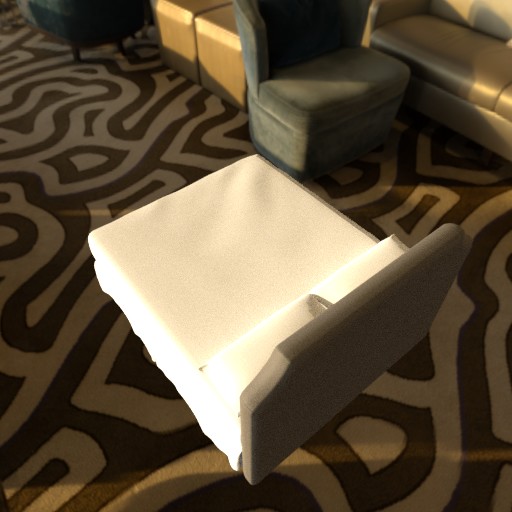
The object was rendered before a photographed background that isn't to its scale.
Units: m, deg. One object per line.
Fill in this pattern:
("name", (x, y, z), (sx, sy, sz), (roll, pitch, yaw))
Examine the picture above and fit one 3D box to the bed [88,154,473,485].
("bed", (0.000, 0.000, 3.836), (2.194, 1.561, 2.536), (-31, 54, -25))
